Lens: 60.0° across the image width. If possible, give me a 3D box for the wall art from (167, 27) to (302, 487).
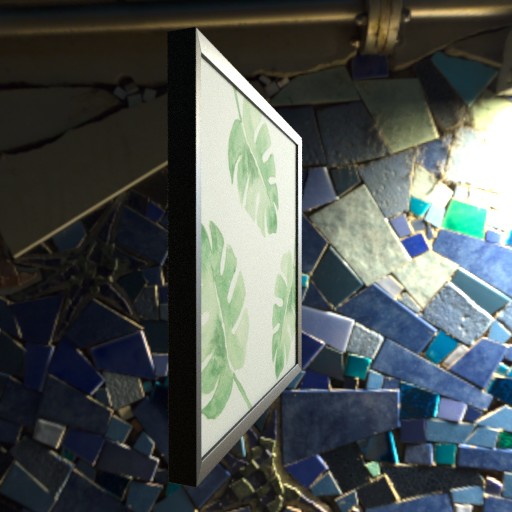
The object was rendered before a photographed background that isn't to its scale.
[{"bbox_3d":[0.000,0.000,0.733,0.036,0.508,0.508,0,1,19],"label":"wall art"}]
